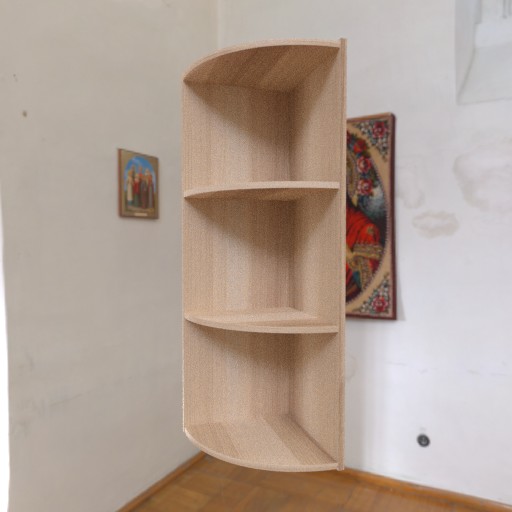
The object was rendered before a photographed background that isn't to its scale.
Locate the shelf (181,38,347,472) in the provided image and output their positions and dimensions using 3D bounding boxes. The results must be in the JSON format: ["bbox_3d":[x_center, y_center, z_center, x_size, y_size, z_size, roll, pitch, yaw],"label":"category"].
[{"bbox_3d":[0.000,0.000,0.992,0.290,0.872,0.290,-1,2,-17],"label":"shelf"}]
